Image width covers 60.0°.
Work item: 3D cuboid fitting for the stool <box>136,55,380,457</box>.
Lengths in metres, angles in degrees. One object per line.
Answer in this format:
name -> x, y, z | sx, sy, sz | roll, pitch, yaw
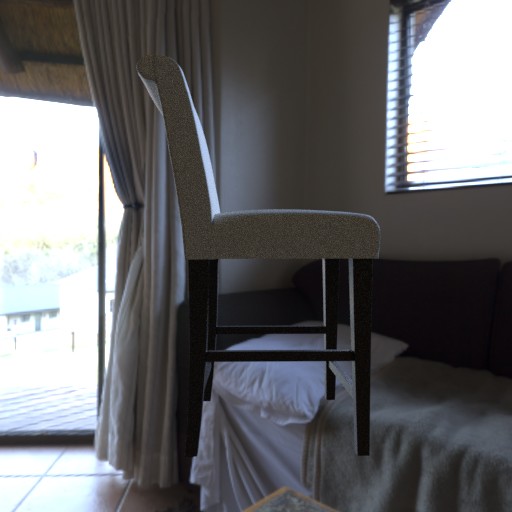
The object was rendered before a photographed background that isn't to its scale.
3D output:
stool -> 0.000, 0.000, 1.291 | 0.597, 0.976, 0.452 | 0, 0, -1
